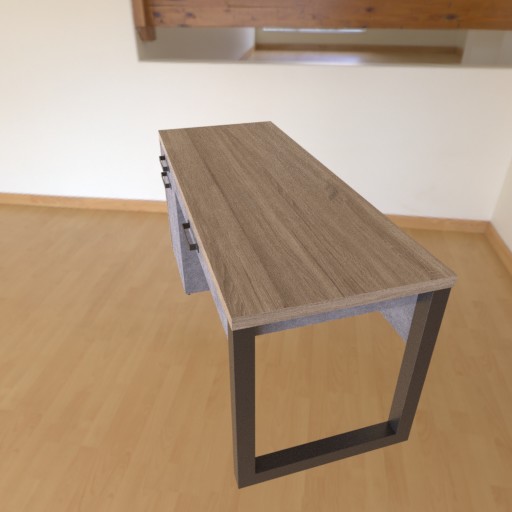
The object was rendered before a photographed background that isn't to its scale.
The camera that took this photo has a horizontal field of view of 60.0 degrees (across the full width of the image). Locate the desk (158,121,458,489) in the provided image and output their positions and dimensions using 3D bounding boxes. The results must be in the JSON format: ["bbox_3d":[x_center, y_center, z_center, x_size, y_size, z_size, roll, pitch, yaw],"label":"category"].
[{"bbox_3d":[0.000,0.000,2.069,0.690,0.760,1.700,-9,33,-14],"label":"desk"}]
